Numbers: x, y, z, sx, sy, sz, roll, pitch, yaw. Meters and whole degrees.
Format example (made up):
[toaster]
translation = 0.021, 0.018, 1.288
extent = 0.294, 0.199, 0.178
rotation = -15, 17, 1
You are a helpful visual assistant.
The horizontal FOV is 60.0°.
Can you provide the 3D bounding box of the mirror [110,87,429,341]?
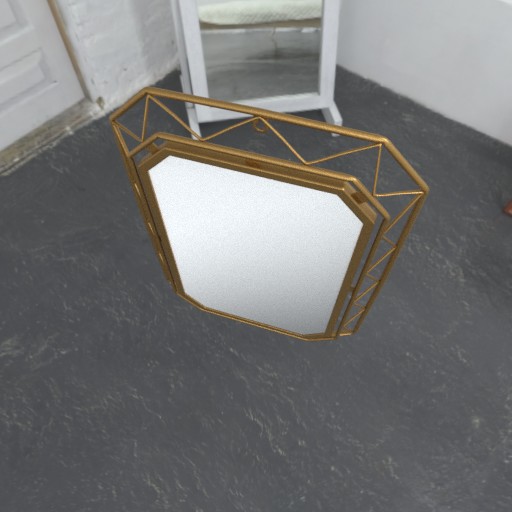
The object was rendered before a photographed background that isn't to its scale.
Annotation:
[mirror]
translation = 0.000, 0.000, 0.720
extent = 0.417, 0.566, 0.042
rotation = 15, 60, 9
